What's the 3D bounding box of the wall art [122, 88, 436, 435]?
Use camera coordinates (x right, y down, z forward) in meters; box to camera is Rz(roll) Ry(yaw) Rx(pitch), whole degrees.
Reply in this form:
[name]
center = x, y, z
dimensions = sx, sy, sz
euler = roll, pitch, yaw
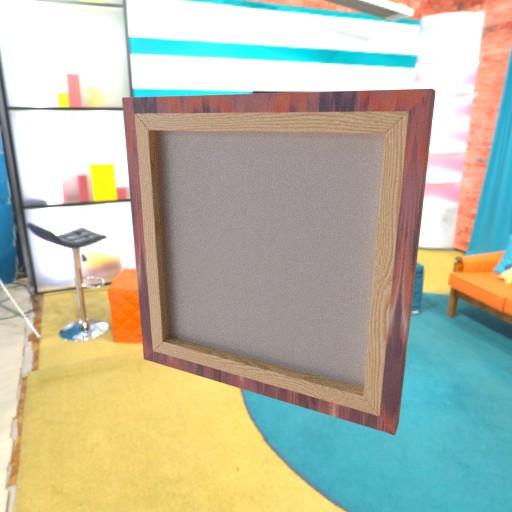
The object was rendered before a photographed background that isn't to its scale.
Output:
[wall art]
center = 0.000, 0.000, 0.886
dimensions = 0.603, 0.609, 0.037
euler = 9, 19, 26
